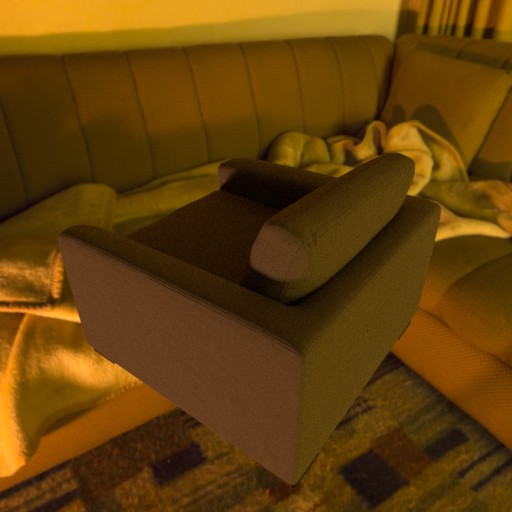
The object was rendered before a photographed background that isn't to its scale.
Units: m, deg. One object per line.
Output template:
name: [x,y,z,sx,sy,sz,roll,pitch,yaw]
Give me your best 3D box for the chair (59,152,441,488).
chair: [0.000,0.000,1.800,1.100,0.847,1.070,22,38,31]
